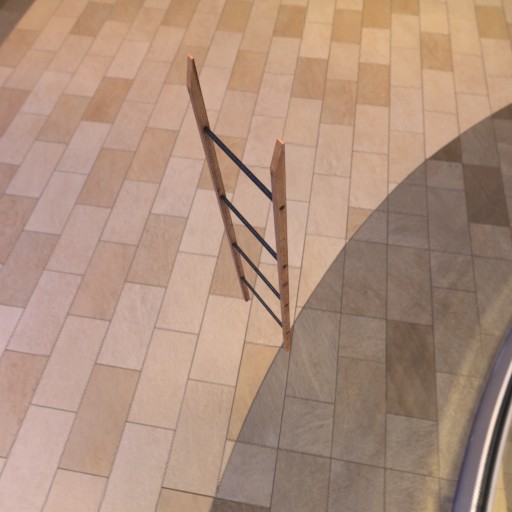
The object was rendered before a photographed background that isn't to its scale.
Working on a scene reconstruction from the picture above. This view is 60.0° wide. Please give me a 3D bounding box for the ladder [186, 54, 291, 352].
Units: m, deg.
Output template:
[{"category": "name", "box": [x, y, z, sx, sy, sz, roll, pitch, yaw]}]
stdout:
[{"category": "ladder", "box": [0.000, 0.000, 1.971, 0.200, 1.805, 0.442, -33, 64, -18]}]
